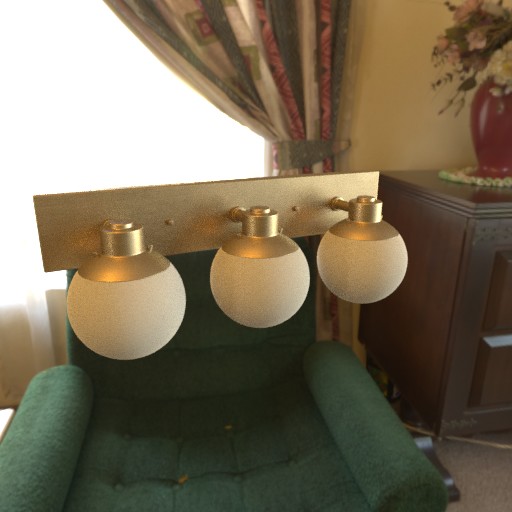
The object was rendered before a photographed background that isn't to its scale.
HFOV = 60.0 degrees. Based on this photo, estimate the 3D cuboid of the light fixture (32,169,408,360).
[{"bbox_3d":[0.000,0.000,0.837,0.721,0.263,0.218,-9,20,-26],"label":"light fixture"}]
